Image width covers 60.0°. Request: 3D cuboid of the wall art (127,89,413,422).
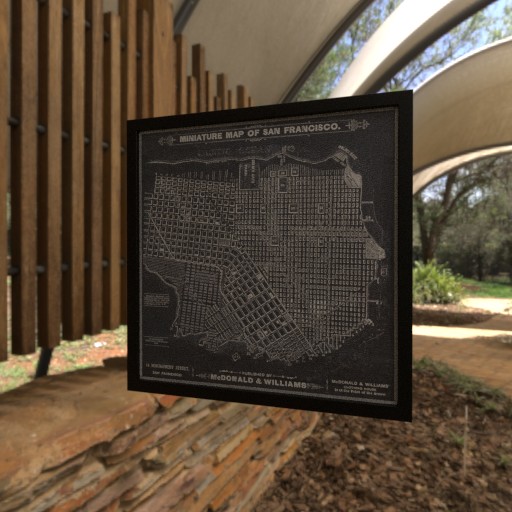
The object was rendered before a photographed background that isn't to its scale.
[{"bbox_3d":[0.000,0.000,0.686,0.457,0.458,0.012,0,0,18],"label":"wall art"}]
